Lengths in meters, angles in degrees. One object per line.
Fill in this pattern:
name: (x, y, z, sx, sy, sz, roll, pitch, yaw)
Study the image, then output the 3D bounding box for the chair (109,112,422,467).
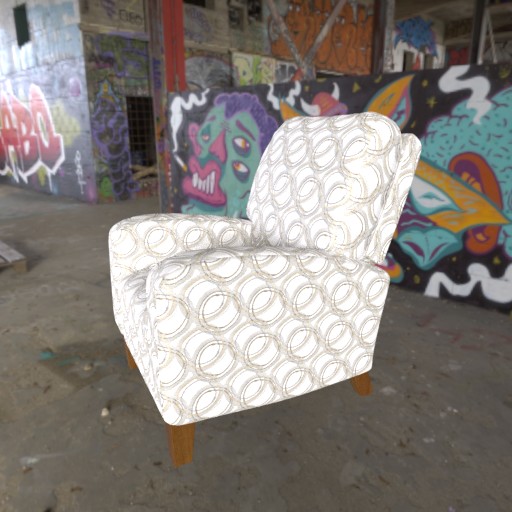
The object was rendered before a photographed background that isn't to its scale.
chair: (0.000, 0.000, 1.727, 0.995, 1.065, 0.796, -8, 18, -26)
